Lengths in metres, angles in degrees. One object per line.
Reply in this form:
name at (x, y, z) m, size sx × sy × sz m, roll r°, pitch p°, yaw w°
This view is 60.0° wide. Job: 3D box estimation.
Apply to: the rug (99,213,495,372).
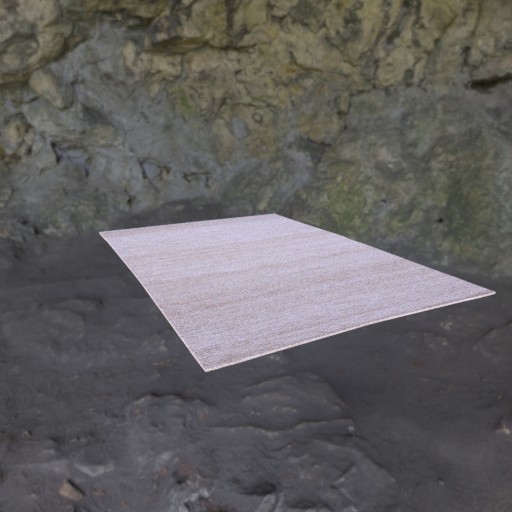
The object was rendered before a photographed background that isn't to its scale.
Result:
rug at (0.000, 0.000, 2.873) m, size 1.596 × 0.030 × 2.283 m, roll -9°, pitch 19°, yaw -26°
